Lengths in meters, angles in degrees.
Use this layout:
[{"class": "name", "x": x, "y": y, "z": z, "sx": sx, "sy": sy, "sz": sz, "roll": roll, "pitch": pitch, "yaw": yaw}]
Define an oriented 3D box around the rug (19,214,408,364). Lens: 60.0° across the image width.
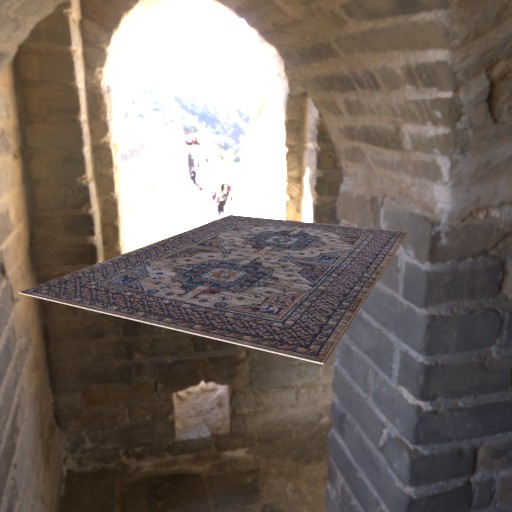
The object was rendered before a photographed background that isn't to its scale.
[{"class": "rug", "x": 0.000, "y": 0.000, "z": 2.881, "sx": 1.611, "sy": 0.008, "sz": 2.227, "roll": 8, "pitch": 18, "yaw": 25}]
